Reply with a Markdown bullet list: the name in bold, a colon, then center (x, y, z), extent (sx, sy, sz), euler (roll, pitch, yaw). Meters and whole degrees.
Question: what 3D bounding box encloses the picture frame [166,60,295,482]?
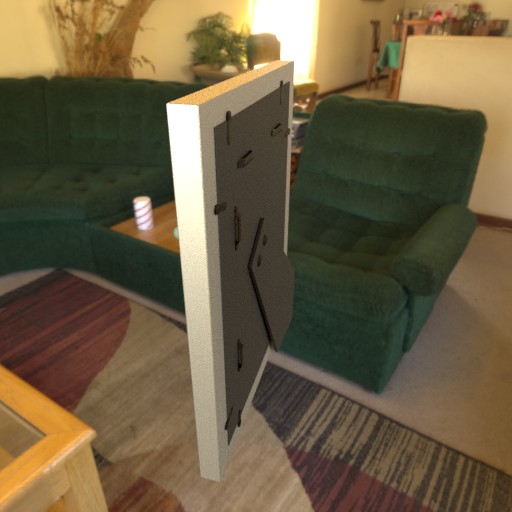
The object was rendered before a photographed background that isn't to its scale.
- **picture frame**: center (0.000, 0.000, 0.509), extent (0.036, 0.386, 0.307), euler (8, 30, 14)
